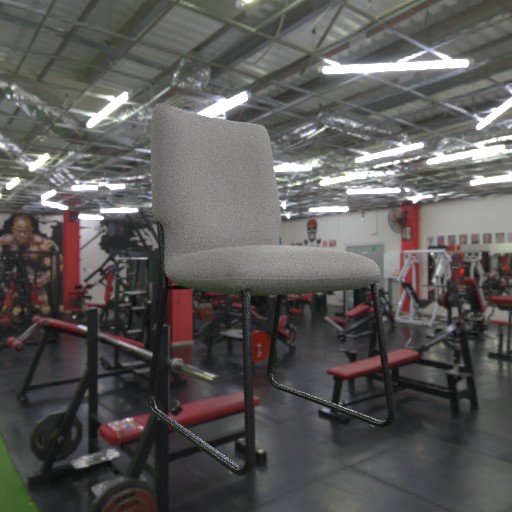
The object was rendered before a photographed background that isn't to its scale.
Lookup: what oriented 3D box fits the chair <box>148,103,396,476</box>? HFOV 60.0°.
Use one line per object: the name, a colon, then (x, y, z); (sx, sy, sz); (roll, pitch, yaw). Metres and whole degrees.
chair: (0.000, 0.000, 1.176); (0.448, 0.864, 0.560); (0, 0, -35)
